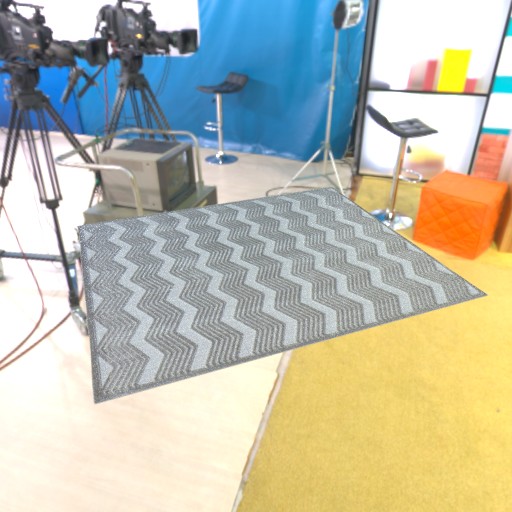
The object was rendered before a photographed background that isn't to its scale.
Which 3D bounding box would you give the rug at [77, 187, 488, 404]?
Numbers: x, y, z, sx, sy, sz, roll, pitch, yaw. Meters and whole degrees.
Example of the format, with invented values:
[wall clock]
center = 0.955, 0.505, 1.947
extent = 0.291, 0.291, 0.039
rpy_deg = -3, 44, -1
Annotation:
[rug]
center = 0.000, 0.000, 3.891
extent = 2.880, 0.005, 2.391
rpy_deg = -11, 32, -18
